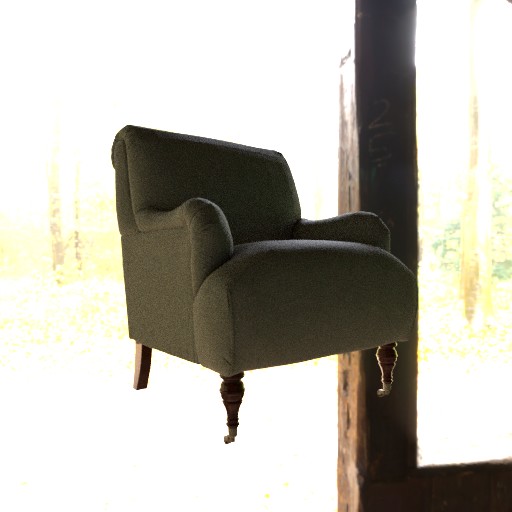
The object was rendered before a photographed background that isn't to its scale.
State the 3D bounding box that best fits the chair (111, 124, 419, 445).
[{"bbox_3d":[0.000,0.000,1.915,0.964,1.178,1.060,0,1,-37],"label":"chair"}]
